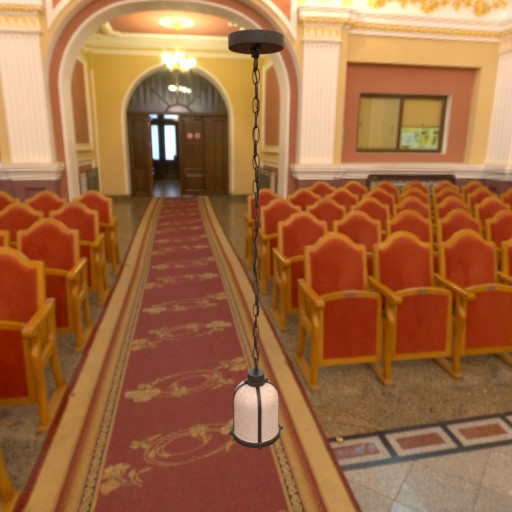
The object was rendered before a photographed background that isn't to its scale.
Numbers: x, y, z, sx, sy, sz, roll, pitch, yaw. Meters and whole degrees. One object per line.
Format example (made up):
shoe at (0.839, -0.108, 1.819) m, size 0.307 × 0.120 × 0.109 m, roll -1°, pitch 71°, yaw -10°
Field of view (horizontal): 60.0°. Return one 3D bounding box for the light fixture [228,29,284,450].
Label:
light fixture at (0.000, 0.000, 1.298) m, size 0.178 × 1.181 × 0.178 m, roll -2°, pitch 14°, yaw -9°
